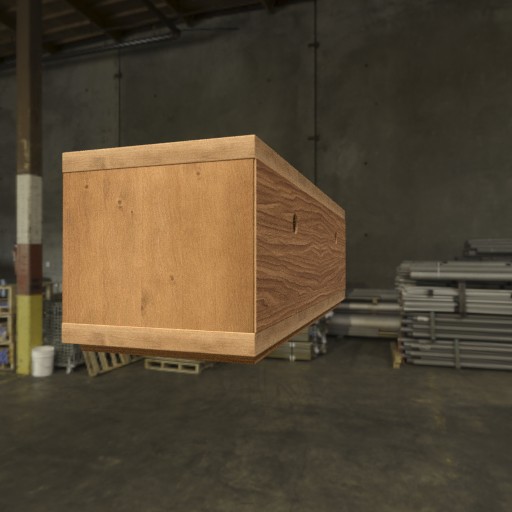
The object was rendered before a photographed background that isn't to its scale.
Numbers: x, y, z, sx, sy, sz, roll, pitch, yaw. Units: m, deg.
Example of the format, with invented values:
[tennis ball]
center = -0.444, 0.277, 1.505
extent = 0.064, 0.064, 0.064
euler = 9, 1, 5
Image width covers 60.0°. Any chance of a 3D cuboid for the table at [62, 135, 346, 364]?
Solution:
[table]
center = 0.000, 0.000, 1.713
extent = 0.499, 0.491, 1.499
euler = 0, -1, 18
